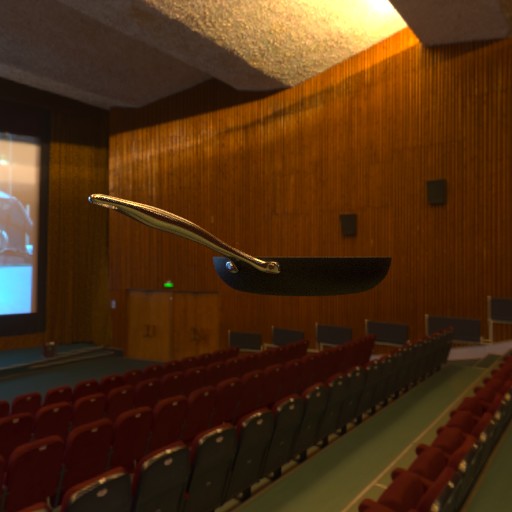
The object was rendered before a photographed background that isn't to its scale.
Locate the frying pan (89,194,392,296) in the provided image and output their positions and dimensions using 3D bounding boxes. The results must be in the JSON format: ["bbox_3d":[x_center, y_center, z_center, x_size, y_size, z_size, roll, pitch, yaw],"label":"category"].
[{"bbox_3d":[0.000,0.000,0.561,0.255,0.105,0.472,0,0,37],"label":"frying pan"}]
